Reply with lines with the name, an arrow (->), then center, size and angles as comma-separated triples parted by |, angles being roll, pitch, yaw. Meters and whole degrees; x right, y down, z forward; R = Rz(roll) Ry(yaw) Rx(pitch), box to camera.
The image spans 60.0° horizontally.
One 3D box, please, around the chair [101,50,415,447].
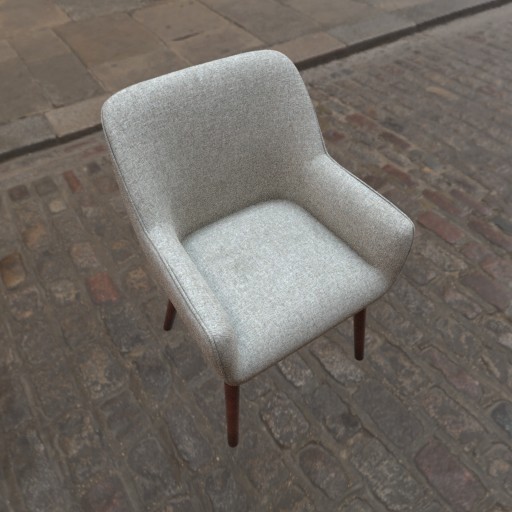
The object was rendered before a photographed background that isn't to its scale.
chair -> 0.000, 0.000, 1.137 | 0.543, 0.803, 0.519 | -27, 53, -22
